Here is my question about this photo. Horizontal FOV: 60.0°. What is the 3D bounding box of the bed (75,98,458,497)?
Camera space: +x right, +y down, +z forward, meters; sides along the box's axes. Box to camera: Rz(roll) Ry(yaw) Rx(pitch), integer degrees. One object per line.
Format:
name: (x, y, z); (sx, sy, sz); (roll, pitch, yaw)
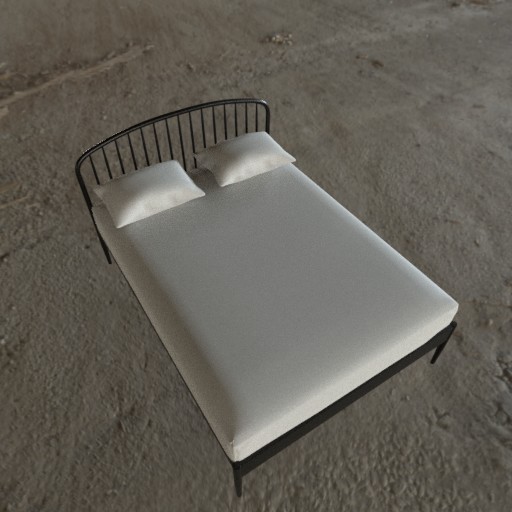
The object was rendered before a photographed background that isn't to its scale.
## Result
bed: (0.000, 0.000, 3.000); (1.618, 1.166, 2.159); (-25, 51, -22)
